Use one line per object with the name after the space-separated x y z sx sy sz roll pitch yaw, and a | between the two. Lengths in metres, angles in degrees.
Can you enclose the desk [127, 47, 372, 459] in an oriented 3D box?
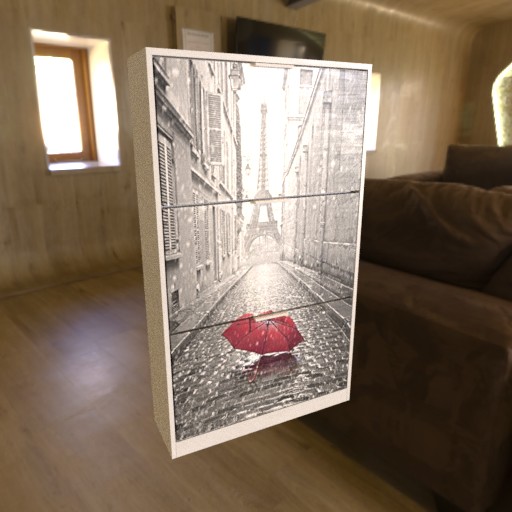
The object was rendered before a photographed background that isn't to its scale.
0.000 0.000 1.579 0.750 1.280 0.250 -8 18 -26 | desk
